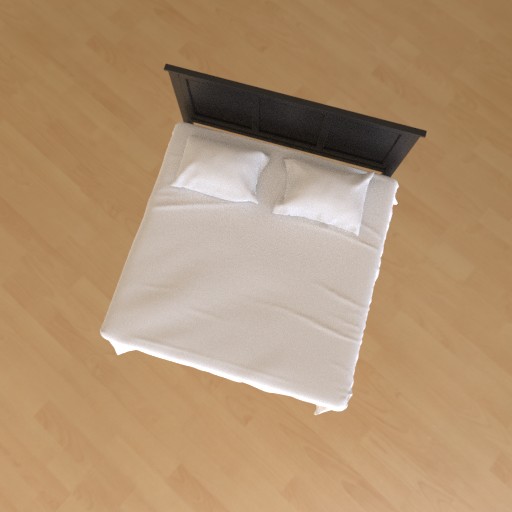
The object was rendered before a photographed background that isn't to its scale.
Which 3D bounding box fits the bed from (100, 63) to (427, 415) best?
[{"bbox_3d":[0.000,0.000,3.651,2.315,1.271,2.219,16,77,4],"label":"bed"}]
